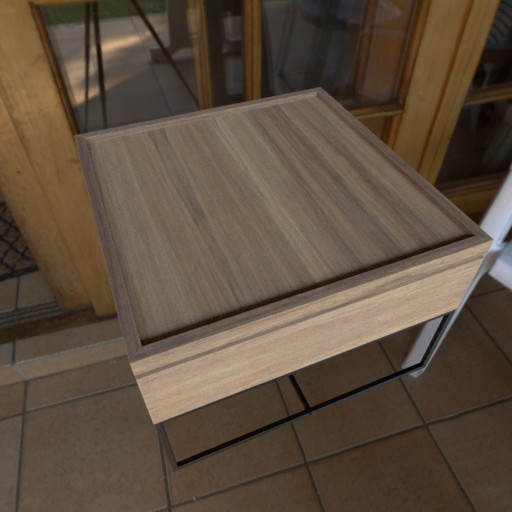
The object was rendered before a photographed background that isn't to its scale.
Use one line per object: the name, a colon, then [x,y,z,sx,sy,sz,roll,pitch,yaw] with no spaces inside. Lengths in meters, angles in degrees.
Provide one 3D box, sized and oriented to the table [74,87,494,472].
table: [0.000,0.000,1.115,0.676,0.464,0.679,-17,48,-15]
